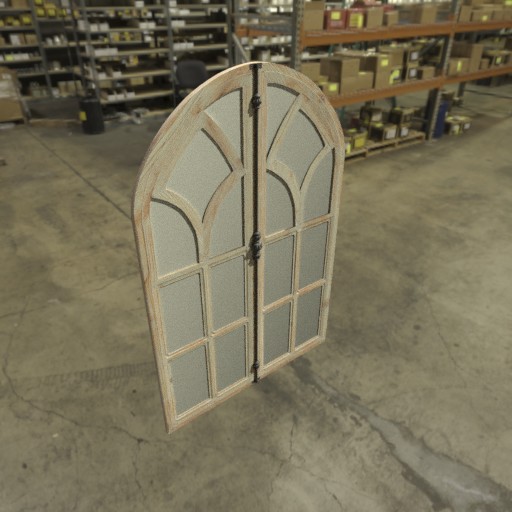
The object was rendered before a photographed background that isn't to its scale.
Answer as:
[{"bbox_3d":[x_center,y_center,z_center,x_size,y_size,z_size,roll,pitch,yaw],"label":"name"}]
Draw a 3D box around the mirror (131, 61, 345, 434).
[{"bbox_3d":[0.000,0.000,1.135,0.609,0.915,0.032,-22,38,-32],"label":"mirror"}]
